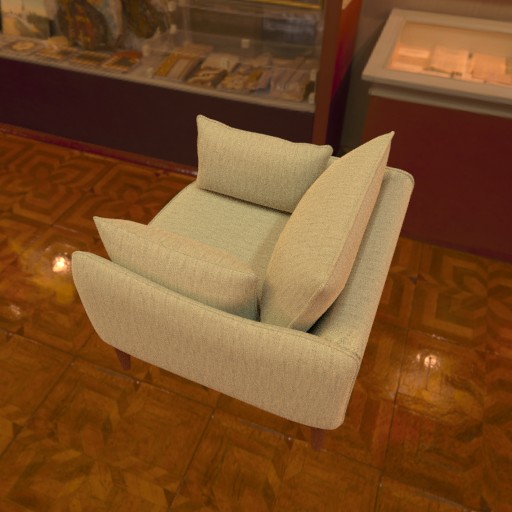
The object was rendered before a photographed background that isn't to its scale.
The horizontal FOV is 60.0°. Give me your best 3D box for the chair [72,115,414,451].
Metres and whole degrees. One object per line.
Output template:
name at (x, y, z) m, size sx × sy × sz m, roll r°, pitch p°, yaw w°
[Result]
chair at (0.000, 0.000, 1.742) m, size 0.991 × 0.855 × 0.994 m, roll 17°, pitch 48°, yaw 16°
